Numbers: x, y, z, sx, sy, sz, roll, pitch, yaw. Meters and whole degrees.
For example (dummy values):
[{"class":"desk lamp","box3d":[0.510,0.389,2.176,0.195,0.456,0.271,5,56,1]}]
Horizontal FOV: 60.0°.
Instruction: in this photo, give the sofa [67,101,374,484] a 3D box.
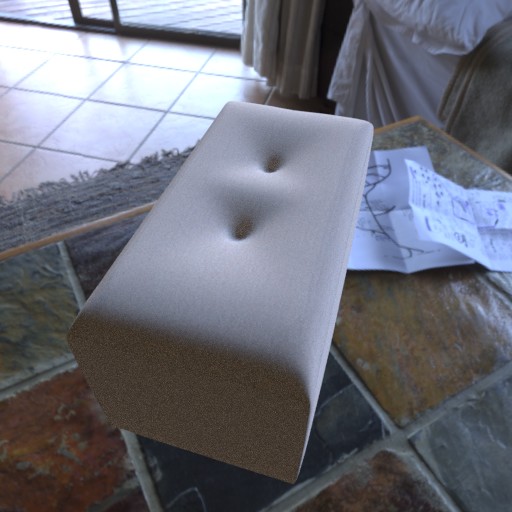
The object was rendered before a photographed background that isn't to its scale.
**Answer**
[{"class":"sofa","box3d":[0.000,0.000,1.187,0.480,0.470,0.930,12,48,11]}]
